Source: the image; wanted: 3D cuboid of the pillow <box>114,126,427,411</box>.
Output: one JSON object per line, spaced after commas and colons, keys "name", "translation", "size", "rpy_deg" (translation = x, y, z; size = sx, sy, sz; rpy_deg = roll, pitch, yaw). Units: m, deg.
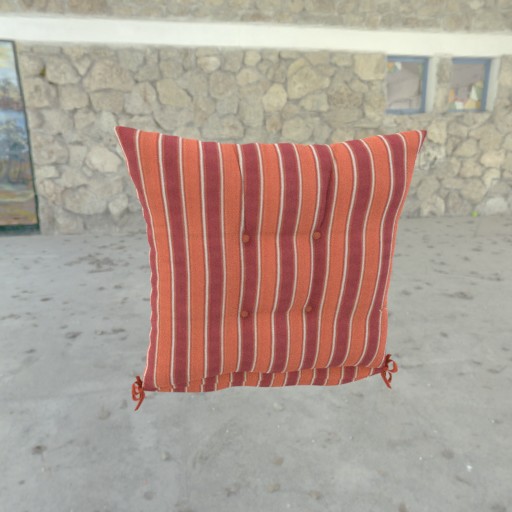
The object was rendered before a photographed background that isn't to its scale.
{"name": "pillow", "translation": [0.000, 0.000, 0.994], "size": [0.541, 0.536, 0.585], "rpy_deg": [-2, 14, -9]}
